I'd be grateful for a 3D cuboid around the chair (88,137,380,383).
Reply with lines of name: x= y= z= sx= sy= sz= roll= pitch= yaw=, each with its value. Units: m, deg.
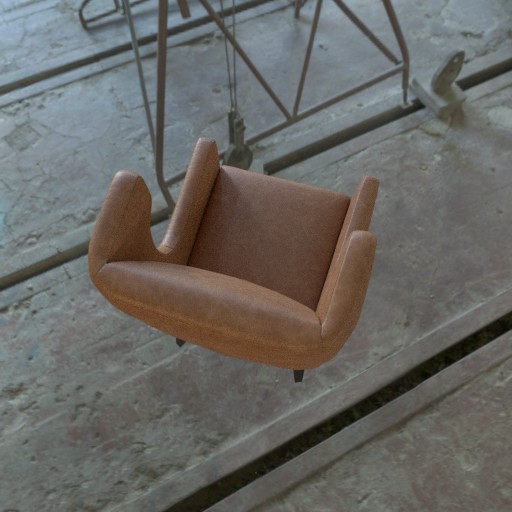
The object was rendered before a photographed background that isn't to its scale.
chair: x=0.000 y=0.000 z=1.632 sx=0.766 sy=1.079 sz=0.899 roll=15 pitch=65 yaw=7
